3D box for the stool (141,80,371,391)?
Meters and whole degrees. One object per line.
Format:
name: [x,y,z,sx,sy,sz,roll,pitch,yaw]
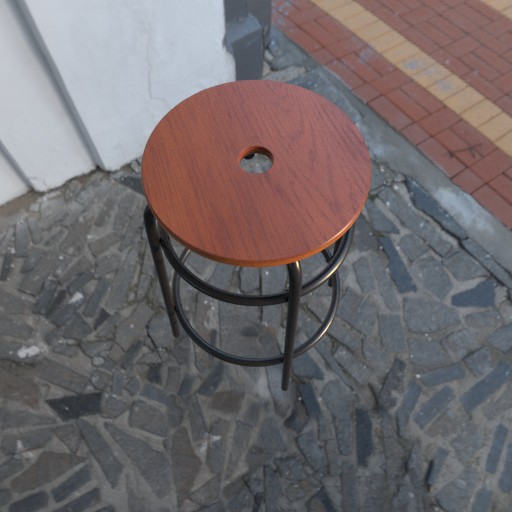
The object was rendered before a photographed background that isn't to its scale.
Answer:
stool: [0.000,0.000,0.917,0.455,0.610,0.455,-17,64,-9]
